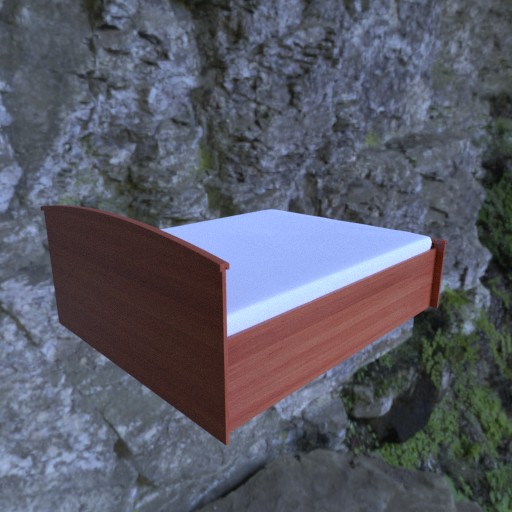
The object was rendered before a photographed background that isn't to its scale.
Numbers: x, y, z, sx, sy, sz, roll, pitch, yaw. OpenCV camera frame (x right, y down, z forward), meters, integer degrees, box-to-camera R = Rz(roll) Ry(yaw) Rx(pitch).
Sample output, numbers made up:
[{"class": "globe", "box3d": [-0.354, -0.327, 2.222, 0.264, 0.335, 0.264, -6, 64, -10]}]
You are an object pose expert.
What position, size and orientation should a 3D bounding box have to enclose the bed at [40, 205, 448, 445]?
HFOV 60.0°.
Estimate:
[{"class": "bed", "box3d": [0.000, 0.000, 2.942, 1.683, 0.848, 2.053, 16, 23, 43]}]
